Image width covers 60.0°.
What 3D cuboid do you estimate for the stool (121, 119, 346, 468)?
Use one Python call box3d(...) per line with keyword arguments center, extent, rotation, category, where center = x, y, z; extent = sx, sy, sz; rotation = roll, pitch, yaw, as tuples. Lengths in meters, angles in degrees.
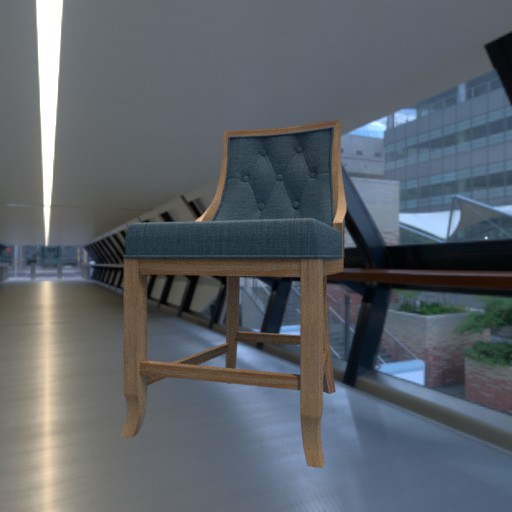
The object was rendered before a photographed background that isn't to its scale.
box3d(center=(0.000, 0.000, 1.351), extent=(0.524, 0.938, 0.626), rotation=(0, 0, 19), category="stool")
